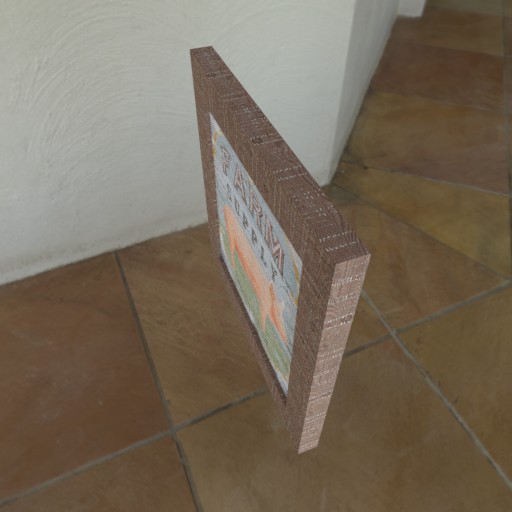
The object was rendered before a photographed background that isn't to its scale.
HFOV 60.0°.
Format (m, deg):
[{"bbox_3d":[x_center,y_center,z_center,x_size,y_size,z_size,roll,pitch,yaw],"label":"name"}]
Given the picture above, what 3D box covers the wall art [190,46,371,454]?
[{"bbox_3d":[0.000,0.000,0.797,0.040,0.531,0.531,-16,49,-14],"label":"wall art"}]
